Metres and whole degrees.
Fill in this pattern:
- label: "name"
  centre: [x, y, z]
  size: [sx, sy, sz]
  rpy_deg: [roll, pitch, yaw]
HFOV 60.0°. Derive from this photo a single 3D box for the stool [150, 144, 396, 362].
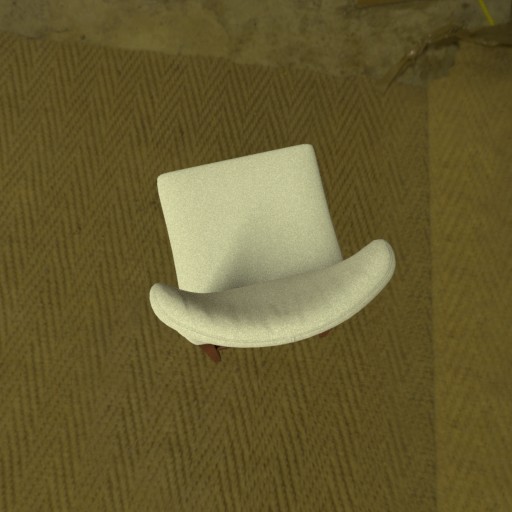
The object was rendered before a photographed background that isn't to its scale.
- label: "stool"
  centre: [0.000, 0.000, 1.304]
  size: [0.479, 0.968, 0.568]
  rpy_deg: [-13, 76, -3]
